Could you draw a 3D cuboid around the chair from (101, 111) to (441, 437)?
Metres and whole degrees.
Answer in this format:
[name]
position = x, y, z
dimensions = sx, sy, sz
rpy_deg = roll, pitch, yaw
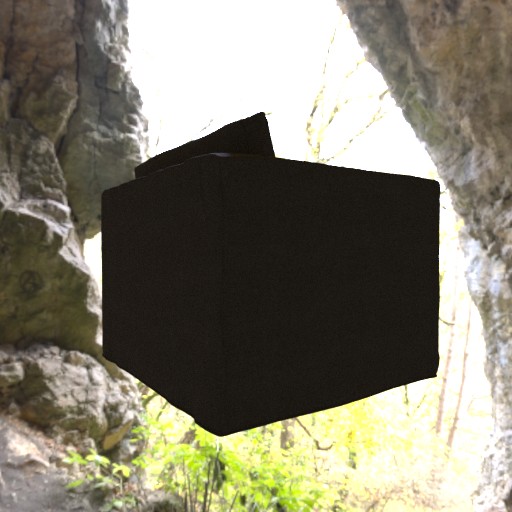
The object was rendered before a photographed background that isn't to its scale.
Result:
[chair]
position = 0.000, 0.000, 1.750
dimensions = 0.949, 0.863, 1.057
rpy_deg = -1, 2, -35
